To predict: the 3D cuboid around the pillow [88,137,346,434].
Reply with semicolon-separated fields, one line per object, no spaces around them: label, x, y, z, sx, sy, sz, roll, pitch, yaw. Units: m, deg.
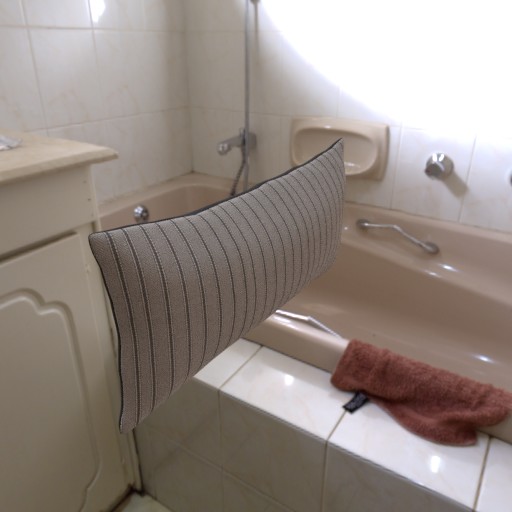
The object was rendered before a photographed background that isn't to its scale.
pillow;0.000;0.000;0.750;0.151;0.305;0.609;17;30;32
